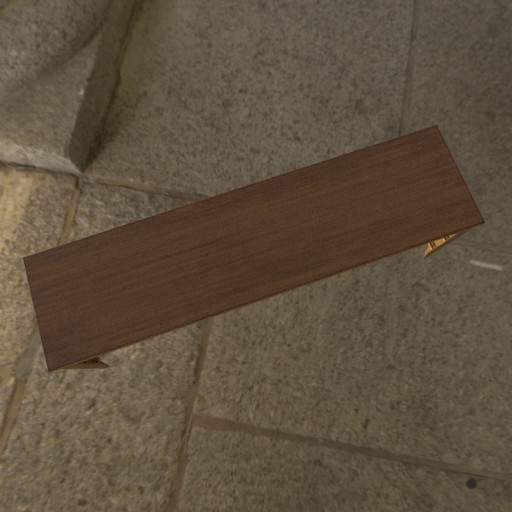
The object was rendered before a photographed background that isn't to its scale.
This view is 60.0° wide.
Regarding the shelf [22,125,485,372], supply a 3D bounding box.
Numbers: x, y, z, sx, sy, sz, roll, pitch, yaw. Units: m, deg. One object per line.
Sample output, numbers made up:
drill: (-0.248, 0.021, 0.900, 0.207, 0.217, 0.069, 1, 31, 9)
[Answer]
shelf: (0.000, 0.000, 0.719, 0.636, 0.190, 0.166, -18, 77, -5)
